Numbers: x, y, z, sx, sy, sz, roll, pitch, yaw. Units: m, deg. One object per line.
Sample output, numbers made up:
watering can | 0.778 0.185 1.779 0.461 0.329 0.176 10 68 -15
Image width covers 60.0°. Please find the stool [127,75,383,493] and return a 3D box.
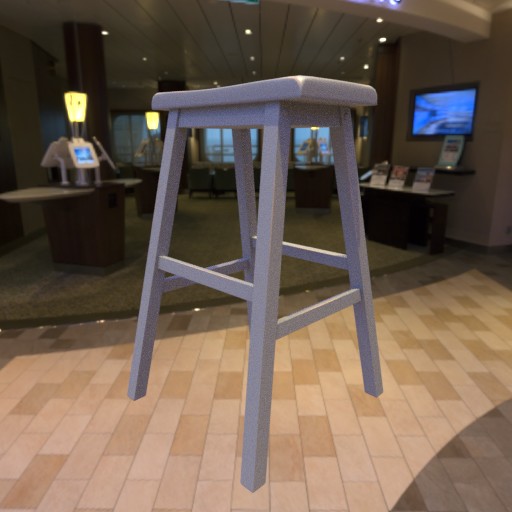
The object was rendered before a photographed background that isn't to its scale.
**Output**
stool | 0.000 0.000 1.046 0.457 0.737 0.476 14 20 43
